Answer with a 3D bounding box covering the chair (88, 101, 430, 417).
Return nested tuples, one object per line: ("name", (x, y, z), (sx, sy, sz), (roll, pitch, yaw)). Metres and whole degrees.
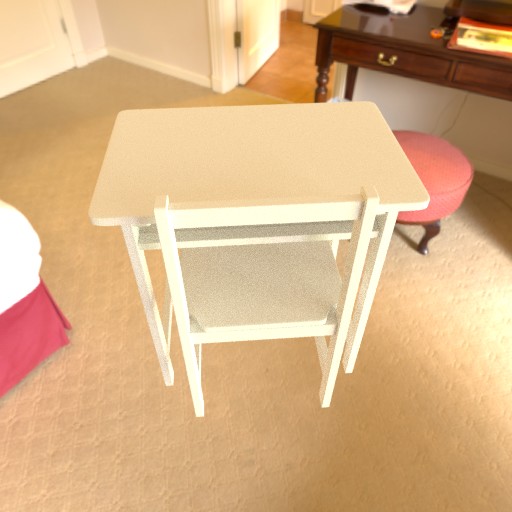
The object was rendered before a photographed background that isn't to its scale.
("chair", (0.000, 0.000, 1.064), (0.599, 0.673, 0.461), (-3, 45, -3))
